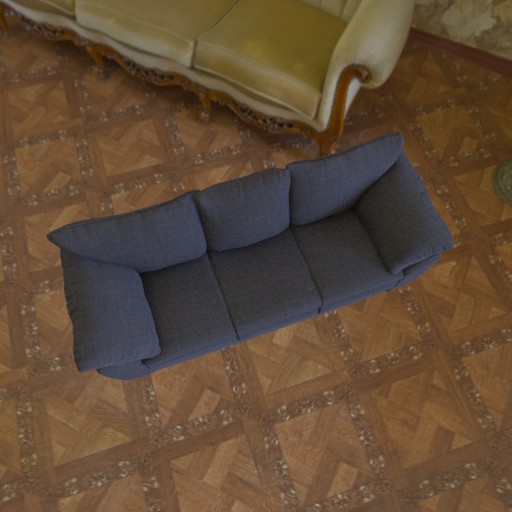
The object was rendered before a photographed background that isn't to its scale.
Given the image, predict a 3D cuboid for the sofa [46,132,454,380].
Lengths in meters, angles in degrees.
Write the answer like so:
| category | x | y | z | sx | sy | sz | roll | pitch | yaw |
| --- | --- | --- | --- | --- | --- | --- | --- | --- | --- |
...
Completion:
| category | x | y | z | sx | sy | sz | roll | pitch | yaw |
| --- | --- | --- | --- | --- | --- | --- | --- | --- | --- |
| sofa | 0.000 | 0.000 | 2.893 | 2.336 | 1.080 | 0.883 | -18 | 65 | -8 |
